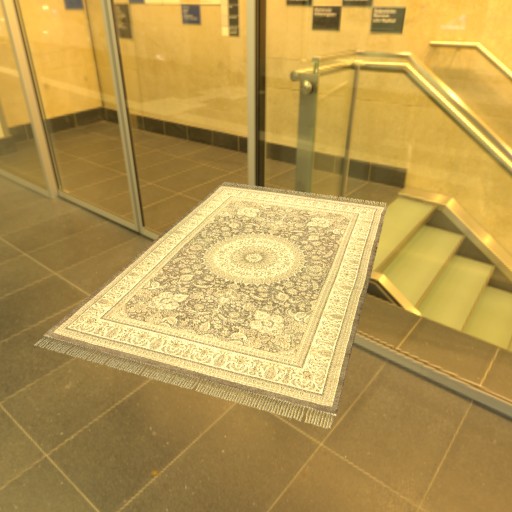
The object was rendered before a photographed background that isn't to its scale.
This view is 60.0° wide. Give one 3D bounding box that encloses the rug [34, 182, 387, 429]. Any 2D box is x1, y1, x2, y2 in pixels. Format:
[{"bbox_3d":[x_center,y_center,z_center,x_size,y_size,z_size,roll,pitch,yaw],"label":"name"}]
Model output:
[{"bbox_3d":[0.000,0.000,4.212,2.143,0.015,3.422,10,32,17],"label":"rug"}]
